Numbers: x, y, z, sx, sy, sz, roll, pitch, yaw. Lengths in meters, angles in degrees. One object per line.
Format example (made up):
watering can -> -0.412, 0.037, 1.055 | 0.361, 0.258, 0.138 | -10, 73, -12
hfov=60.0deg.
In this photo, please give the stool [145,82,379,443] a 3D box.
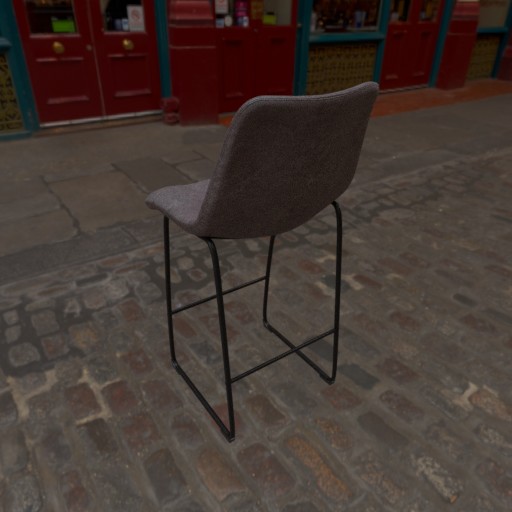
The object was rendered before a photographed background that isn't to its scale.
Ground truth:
stool -> 0.000, 0.000, 1.413 | 0.514, 1.082, 0.561 | -19, 35, -30
